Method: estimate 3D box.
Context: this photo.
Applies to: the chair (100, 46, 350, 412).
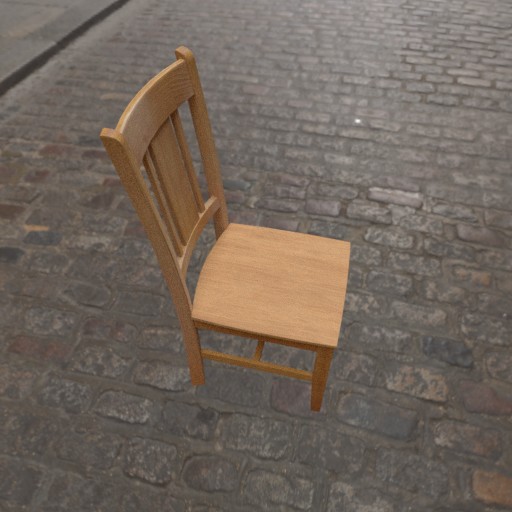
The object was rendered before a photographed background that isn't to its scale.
[{"bbox_3d":[0.000,0.000,1.318,0.556,0.998,0.450,10,47,9],"label":"chair"}]
